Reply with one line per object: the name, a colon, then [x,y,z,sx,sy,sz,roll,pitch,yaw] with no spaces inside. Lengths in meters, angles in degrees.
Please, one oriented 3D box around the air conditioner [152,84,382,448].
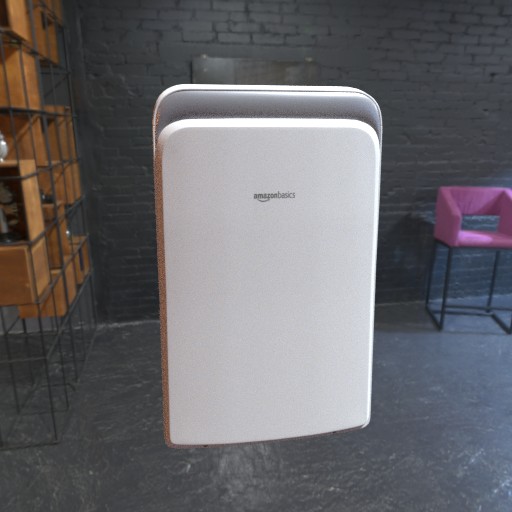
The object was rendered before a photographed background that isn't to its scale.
air conditioner: [0.000,0.000,1.058,0.478,0.765,0.467,-2,16,-9]
